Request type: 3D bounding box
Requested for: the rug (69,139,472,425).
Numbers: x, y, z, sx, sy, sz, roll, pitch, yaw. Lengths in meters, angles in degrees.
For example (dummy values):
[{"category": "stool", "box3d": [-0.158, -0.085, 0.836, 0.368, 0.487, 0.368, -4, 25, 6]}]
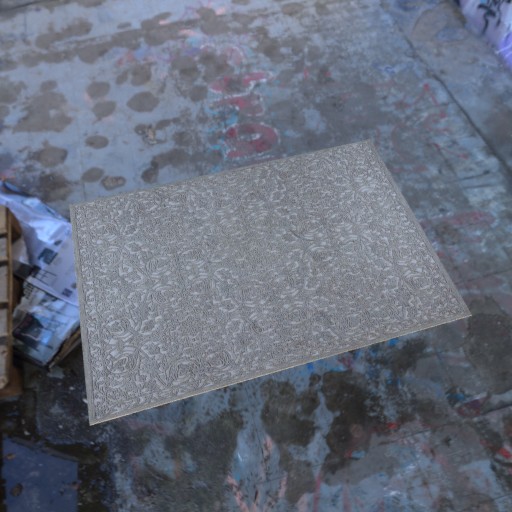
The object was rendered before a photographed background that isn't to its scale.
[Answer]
[{"category": "rug", "box3d": [0.000, 0.000, 2.318, 1.827, 0.006, 1.221, -14, 60, -8]}]
